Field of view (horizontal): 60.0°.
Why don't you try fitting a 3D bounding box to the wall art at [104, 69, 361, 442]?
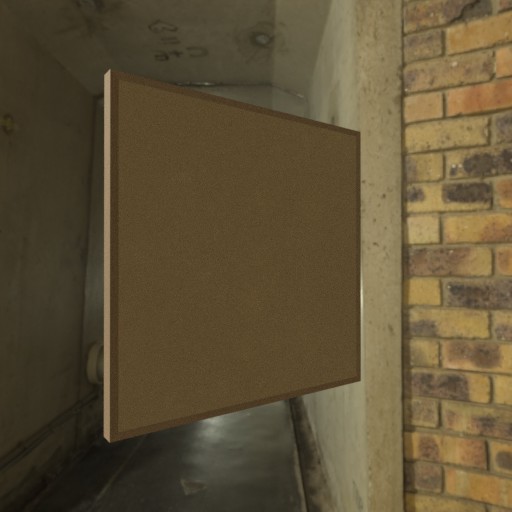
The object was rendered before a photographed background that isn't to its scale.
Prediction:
[{"bbox_3d":[0.000,0.000,1.139,0.761,0.758,0.038,0,0,-36],"label":"wall art"}]
